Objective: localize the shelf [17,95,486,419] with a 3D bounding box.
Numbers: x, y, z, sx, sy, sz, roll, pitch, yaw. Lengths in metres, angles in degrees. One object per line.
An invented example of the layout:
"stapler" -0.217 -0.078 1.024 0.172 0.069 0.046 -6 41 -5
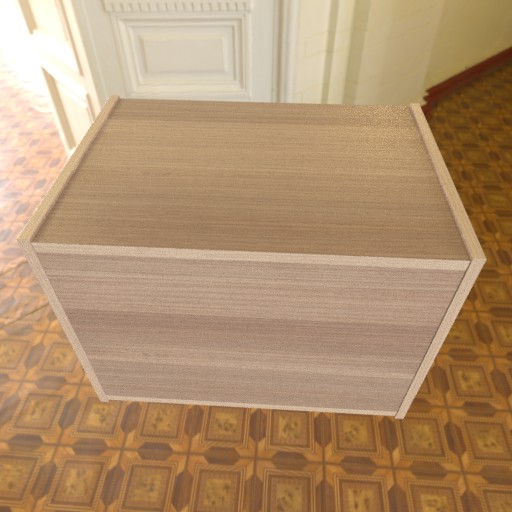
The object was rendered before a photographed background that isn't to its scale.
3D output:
"shelf" 0.000 0.000 0.599 0.415 0.305 0.290 2 45 2
